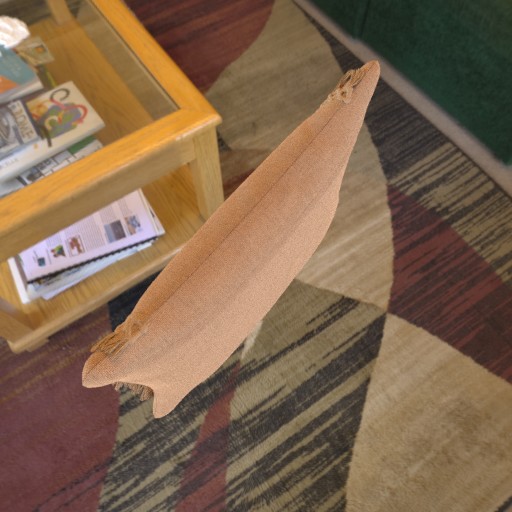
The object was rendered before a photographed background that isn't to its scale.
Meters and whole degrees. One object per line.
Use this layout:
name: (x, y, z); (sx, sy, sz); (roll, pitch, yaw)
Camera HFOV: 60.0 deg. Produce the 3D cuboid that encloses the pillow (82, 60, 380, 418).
pillow: (0.000, 0.000, 0.570); (0.084, 0.305, 0.466); (35, 69, 15)
